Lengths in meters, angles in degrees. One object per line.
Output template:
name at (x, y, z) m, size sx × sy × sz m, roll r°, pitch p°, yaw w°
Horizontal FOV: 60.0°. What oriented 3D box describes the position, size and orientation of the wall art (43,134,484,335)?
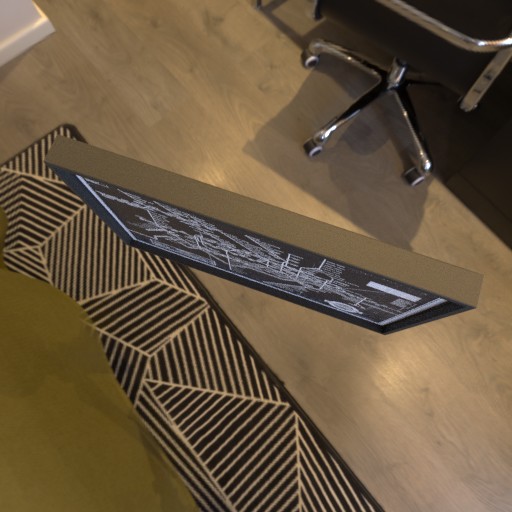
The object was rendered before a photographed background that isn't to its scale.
wall art at (0.000, 0.000, 0.873) m, size 0.671 × 0.456 × 0.051 m, roll 19°, pitch 76°, yaw 5°
